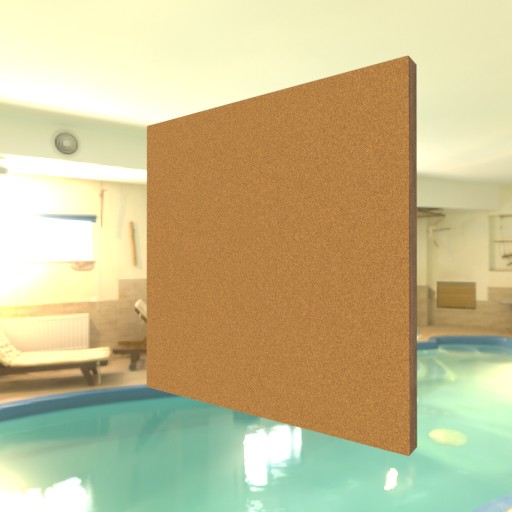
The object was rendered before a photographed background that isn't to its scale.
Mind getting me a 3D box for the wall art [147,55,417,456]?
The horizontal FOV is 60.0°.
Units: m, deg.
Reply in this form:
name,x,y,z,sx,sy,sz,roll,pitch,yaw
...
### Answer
name,x,y,z,sx,sy,sz,roll,pitch,yaw
wall art,0.000,0.000,1.071,0.749,0.751,0.050,0,0,37
